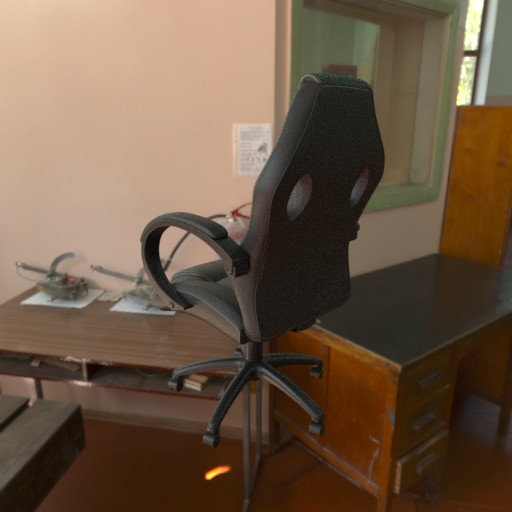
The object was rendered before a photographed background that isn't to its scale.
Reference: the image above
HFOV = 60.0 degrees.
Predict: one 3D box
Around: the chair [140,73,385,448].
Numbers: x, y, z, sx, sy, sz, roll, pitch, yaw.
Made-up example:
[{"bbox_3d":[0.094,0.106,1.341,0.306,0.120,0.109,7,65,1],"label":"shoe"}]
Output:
[{"bbox_3d":[0.000,0.000,1.623,0.724,1.187,0.673,15,22,42],"label":"chair"}]
